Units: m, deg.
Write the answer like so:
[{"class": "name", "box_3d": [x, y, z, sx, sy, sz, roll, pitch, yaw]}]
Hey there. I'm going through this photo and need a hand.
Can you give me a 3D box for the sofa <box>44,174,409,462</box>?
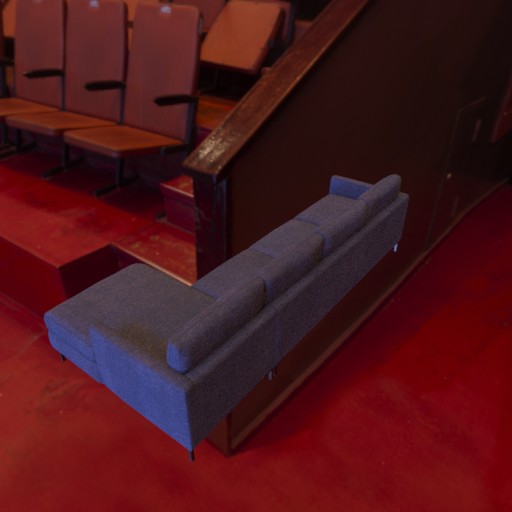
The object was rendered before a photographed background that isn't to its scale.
[{"class": "sofa", "box_3d": [0.000, 0.000, 3.549, 1.350, 0.810, 2.932, 23, 39, 31]}]
